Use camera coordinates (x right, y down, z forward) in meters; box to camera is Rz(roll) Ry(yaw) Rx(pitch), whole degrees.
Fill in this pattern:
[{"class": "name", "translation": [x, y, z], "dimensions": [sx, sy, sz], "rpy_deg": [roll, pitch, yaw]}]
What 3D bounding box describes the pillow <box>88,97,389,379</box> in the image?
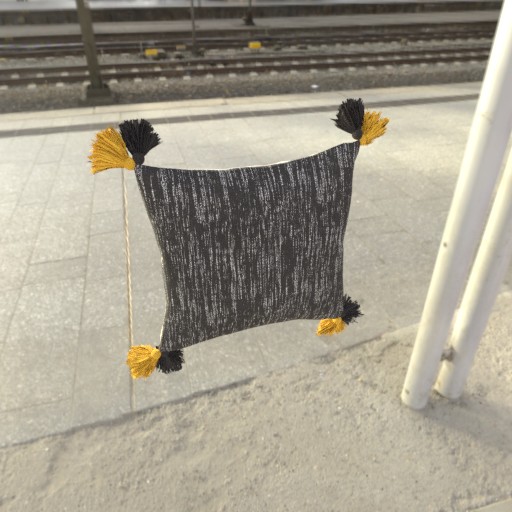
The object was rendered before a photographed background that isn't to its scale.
[{"class": "pillow", "translation": [0.000, 0.000, 1.009], "dimensions": [0.654, 0.659, 0.139], "rpy_deg": [-10, 34, -15]}]
